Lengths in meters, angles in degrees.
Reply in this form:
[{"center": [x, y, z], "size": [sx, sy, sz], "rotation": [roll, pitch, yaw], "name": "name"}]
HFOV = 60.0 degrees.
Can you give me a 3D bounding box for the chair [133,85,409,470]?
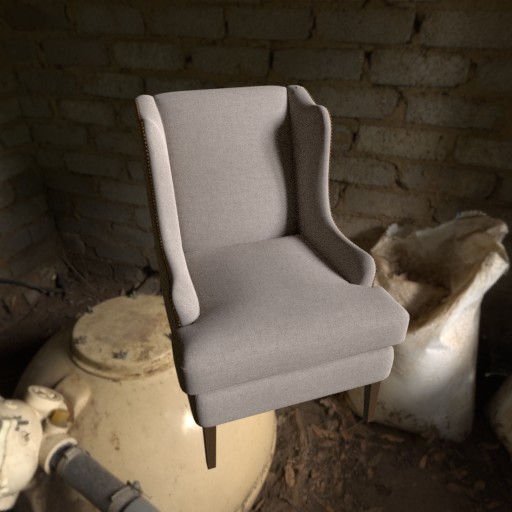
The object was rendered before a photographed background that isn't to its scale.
[{"center": [0.000, 0.000, 1.636], "size": [0.737, 1.029, 0.940], "rotation": [-10, 33, -15], "name": "chair"}]
